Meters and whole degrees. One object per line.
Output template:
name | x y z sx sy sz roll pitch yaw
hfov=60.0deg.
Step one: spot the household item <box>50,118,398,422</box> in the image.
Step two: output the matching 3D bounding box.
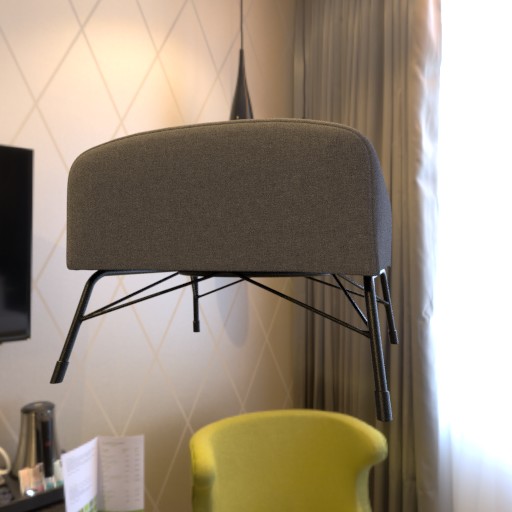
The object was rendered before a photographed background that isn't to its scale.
household item | 0.000 0.000 0.879 0.530 0.410 0.530 0 0 19
